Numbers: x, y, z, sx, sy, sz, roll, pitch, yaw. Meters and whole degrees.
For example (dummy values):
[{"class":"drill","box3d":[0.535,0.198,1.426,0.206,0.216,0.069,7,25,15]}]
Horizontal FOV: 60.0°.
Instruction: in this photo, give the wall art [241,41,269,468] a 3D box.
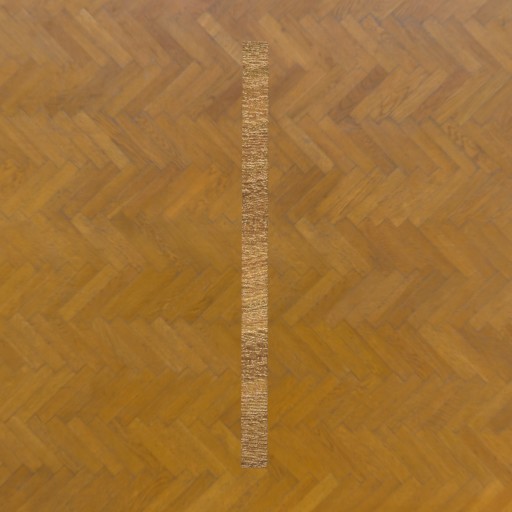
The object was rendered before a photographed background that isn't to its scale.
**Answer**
[{"class":"wall art","box3d":[0.000,0.000,0.931,0.042,0.608,0.611,0,90,1]}]
